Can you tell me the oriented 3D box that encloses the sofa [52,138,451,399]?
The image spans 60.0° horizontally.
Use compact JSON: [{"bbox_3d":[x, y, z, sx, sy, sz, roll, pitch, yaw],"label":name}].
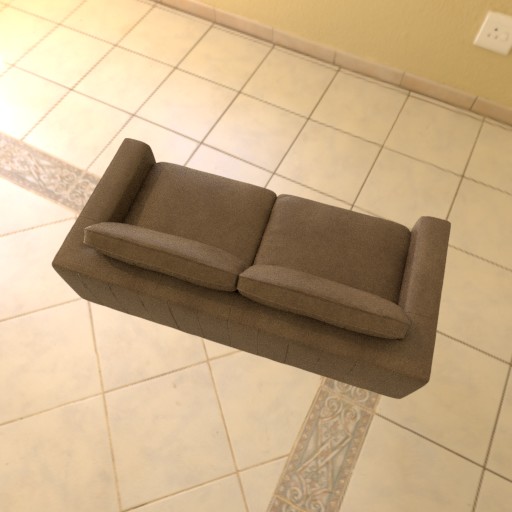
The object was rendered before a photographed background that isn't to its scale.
[{"bbox_3d":[0.000,0.000,2.852,2.262,0.801,1.070,16,64,8],"label":"sofa"}]
